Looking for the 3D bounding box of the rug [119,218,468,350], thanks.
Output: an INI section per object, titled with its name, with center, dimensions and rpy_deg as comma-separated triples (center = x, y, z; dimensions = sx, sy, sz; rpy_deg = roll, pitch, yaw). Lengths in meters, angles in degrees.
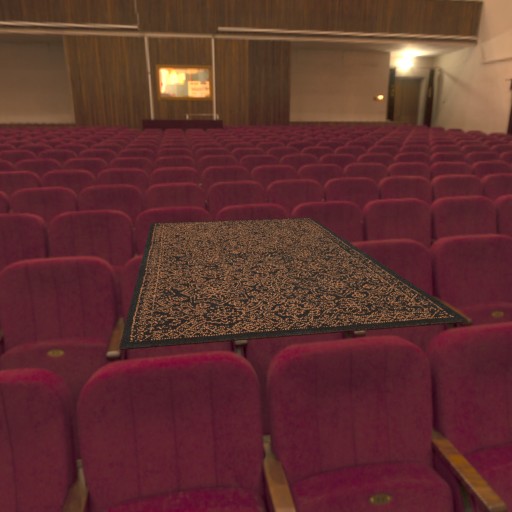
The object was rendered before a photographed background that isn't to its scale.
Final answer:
[rug]
center = 0.000, 0.000, 3.033
dimensions = 1.526, 0.015, 2.441
rpy_deg = -3, 16, -10
